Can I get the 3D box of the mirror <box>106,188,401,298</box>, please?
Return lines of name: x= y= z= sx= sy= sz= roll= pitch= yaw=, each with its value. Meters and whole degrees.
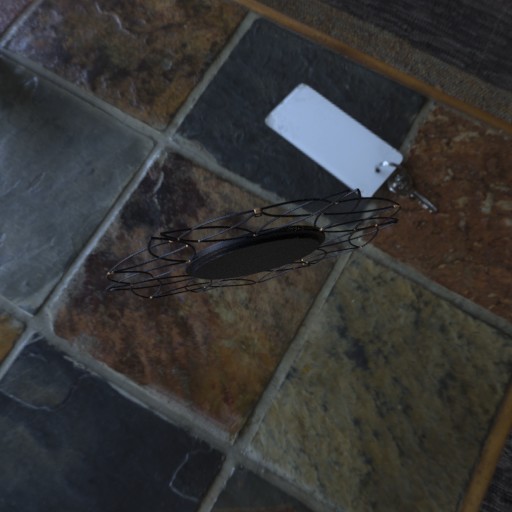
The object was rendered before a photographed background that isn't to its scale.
mirror: x=0.000 y=0.000 z=1.179 sx=0.797 sy=0.775 sz=0.028 roll=-13 pitch=77 yaw=-3
